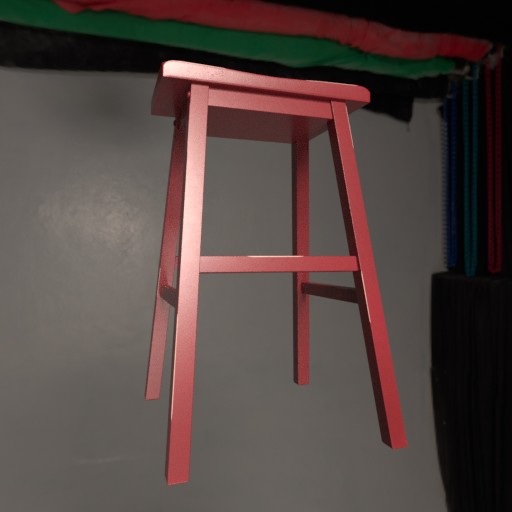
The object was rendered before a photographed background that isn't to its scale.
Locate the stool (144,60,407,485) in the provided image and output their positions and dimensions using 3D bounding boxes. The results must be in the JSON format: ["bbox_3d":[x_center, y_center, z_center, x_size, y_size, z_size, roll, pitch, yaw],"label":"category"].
[{"bbox_3d":[0.000,0.000,1.007,0.457,0.737,0.476,0,0,-18],"label":"stool"}]
